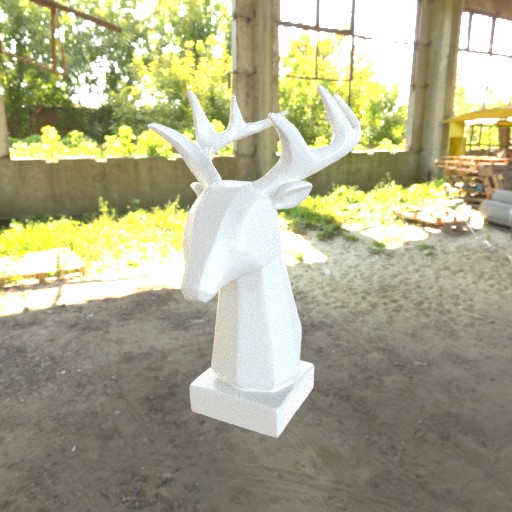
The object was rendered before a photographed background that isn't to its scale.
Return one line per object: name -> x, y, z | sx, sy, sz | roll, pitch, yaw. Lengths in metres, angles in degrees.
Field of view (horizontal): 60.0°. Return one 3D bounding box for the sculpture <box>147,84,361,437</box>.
sculpture -> 0.000, 0.000, 0.453 | 0.174, 0.329, 0.224 | 7, 16, 26
